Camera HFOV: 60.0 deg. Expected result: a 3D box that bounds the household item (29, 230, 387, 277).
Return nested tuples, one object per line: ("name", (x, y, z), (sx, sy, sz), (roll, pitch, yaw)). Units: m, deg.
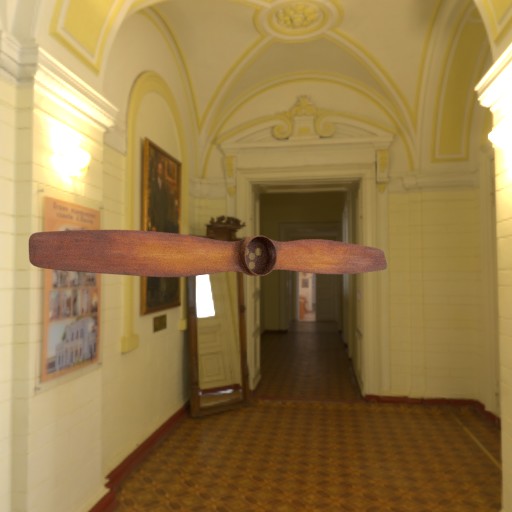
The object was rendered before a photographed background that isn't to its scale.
("household item", (0.000, 0.000, 1.275), (1.181, 0.121, 0.051), (2, -3, -36))
